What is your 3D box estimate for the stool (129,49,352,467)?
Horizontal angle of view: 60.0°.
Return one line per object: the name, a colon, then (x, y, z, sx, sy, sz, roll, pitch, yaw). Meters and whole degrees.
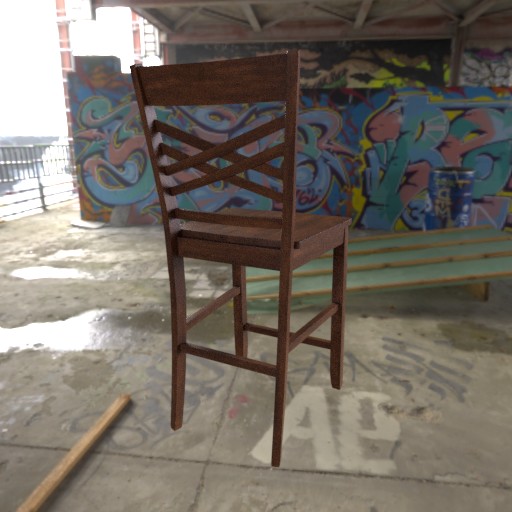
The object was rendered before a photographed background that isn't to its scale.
stool: (0.000, 0.000, 1.382, 0.462, 1.079, 0.539, 8, 17, 26)
